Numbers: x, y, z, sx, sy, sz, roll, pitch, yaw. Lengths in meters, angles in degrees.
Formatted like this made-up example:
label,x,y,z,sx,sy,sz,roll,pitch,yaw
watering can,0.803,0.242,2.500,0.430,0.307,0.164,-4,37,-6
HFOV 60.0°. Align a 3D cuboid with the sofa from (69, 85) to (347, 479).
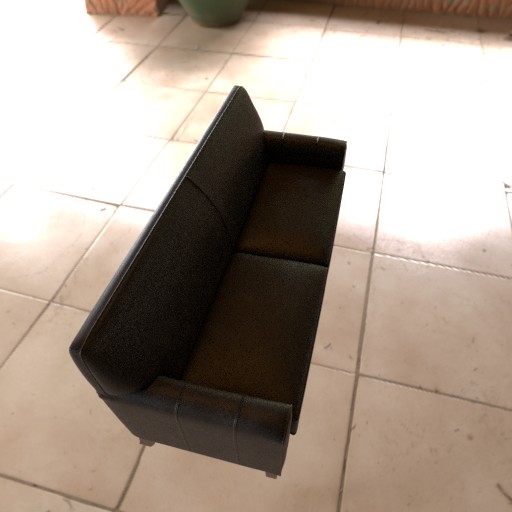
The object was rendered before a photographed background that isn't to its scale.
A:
label,x,y,z,sx,sy,sz,roll,pitch,yaw
sofa,0.000,0.000,2.440,0.805,0.947,2.053,10,47,10
